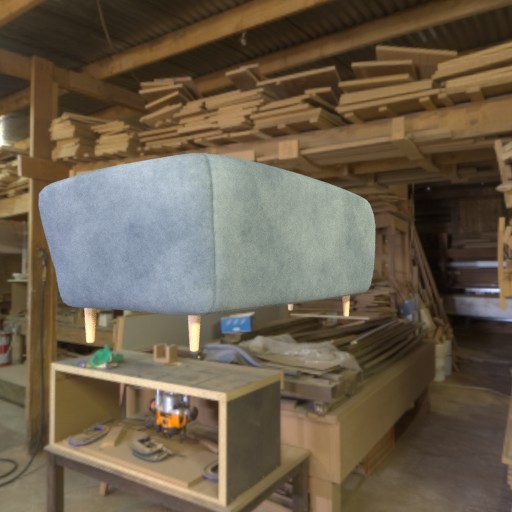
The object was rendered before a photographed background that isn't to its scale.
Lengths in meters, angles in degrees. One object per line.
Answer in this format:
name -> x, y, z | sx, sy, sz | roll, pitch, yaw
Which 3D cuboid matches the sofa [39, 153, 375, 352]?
sofa -> 0.000, 0.000, 2.517 | 0.849, 0.795, 2.095 | -1, -1, 36
